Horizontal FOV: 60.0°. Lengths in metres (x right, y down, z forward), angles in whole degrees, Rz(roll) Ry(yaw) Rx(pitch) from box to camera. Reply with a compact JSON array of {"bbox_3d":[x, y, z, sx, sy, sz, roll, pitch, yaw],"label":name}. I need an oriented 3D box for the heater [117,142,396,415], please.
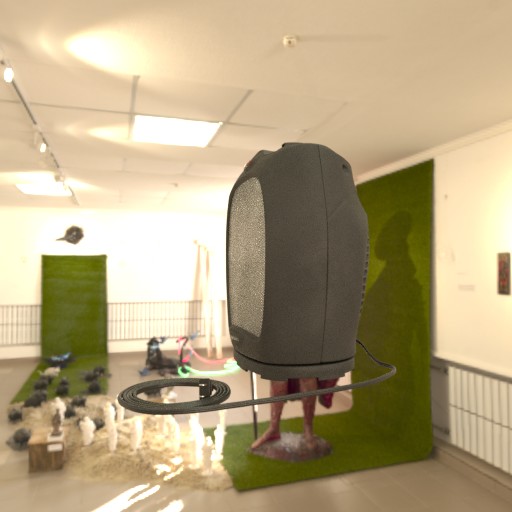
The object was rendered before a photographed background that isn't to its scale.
[{"bbox_3d":[0.000,0.000,0.487,0.291,0.255,0.239,0,-1,-18],"label":"heater"}]
